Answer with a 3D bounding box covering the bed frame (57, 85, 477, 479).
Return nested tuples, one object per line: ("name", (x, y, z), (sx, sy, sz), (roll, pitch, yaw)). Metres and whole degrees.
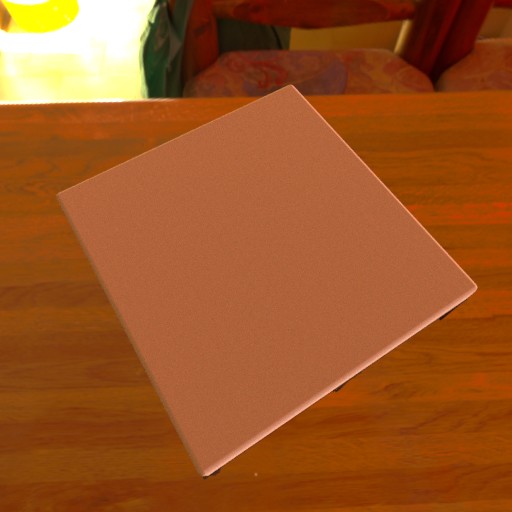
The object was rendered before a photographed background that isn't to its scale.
("bed frame", (0.000, 0.000, 3.954), (2.526, 0.680, 2.635), (-30, 67, -14))
